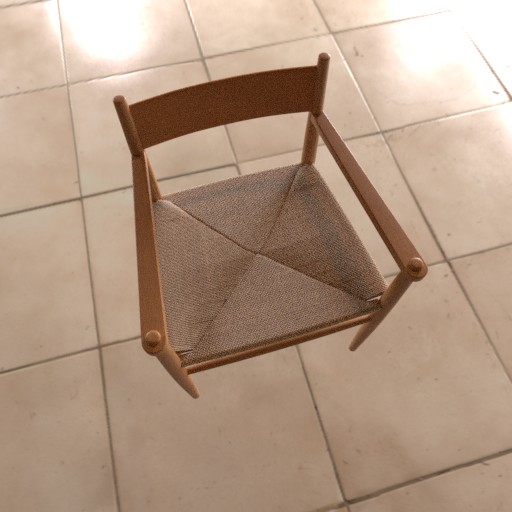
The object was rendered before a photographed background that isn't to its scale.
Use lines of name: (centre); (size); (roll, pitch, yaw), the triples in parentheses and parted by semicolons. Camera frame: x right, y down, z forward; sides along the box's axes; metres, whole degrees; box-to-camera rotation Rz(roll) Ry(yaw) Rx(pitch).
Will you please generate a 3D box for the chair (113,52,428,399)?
chair: (0.000, 0.000, 1.132); (0.556, 0.762, 0.495); (-15, 65, -7)
